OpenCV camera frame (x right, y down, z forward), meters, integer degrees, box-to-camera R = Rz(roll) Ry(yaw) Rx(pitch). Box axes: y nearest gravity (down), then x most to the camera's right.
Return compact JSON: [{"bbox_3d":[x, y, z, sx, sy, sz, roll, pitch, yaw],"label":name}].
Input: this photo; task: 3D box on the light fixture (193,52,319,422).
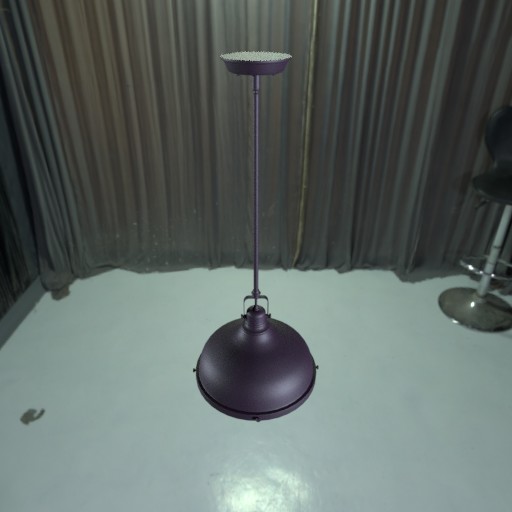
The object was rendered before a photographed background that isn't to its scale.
[{"bbox_3d":[0.000,0.000,1.025,0.341,0.849,0.341,-1,31,-2],"label":"light fixture"}]
